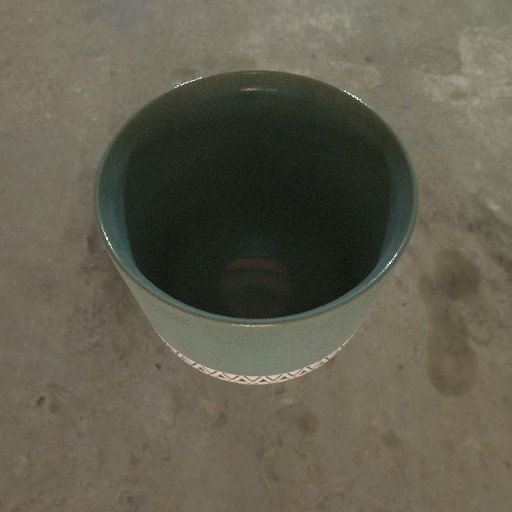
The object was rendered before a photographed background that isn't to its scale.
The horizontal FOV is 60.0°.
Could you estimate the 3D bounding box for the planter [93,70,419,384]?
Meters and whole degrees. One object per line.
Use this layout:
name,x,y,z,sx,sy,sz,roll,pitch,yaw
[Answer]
planter,0.000,0.000,0.483,0.266,0.270,0.266,0,60,0
